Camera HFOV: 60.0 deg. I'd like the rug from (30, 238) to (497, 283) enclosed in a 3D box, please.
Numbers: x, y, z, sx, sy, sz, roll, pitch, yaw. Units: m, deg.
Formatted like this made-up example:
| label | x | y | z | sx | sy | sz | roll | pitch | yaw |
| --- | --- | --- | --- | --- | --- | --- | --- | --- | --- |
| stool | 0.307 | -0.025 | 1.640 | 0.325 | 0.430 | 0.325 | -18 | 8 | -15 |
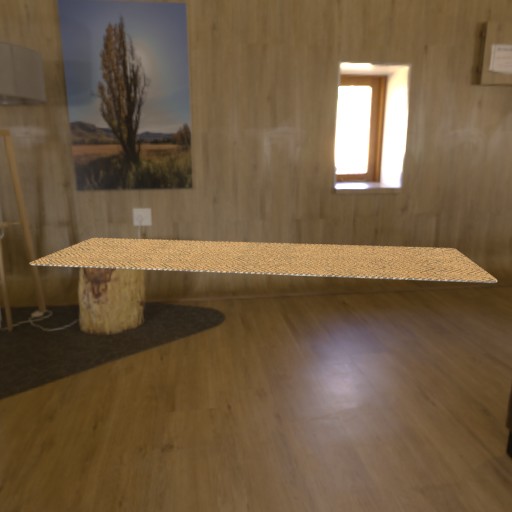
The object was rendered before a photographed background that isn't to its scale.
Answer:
| label | x | y | z | sx | sy | sz | roll | pitch | yaw |
| --- | --- | --- | --- | --- | --- | --- | --- | --- | --- |
| rug | 0.000 | 0.000 | 2.456 | 2.286 | 0.008 | 0.686 | 2 | 14 | 8 |
